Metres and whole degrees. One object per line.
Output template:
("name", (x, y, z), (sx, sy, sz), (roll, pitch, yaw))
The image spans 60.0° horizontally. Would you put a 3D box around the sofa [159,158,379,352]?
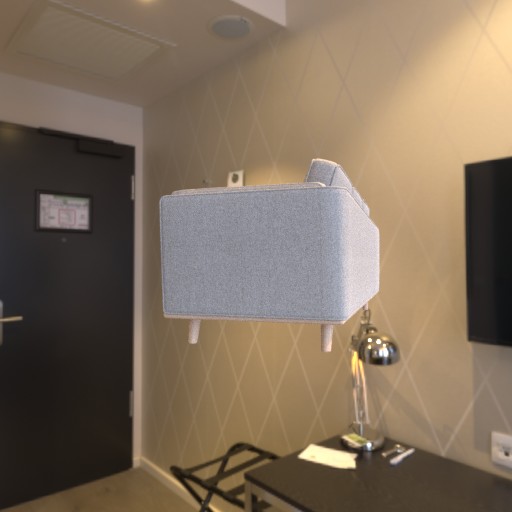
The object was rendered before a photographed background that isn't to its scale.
("sofa", (0.000, 0.000, 3.215), (1.604, 0.929, 2.411), (0, -1, 19))
